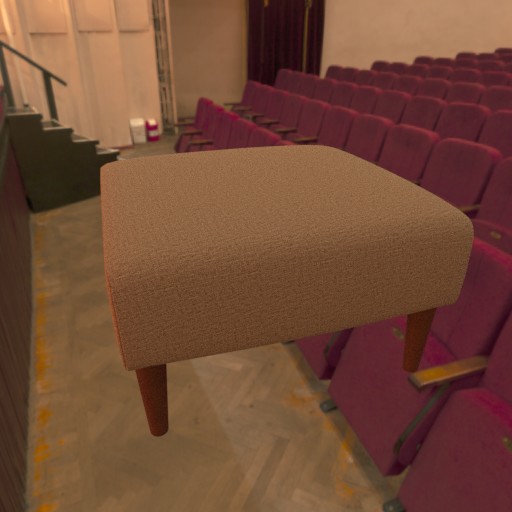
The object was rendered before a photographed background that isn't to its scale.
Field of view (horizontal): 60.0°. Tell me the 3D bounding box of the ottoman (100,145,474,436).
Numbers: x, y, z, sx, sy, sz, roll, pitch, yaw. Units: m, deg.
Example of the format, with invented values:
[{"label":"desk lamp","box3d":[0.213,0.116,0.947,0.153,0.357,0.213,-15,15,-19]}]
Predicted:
[{"label":"ottoman","box3d":[0.000,0.000,1.040,0.650,0.398,0.649,-8,28,-16]}]
